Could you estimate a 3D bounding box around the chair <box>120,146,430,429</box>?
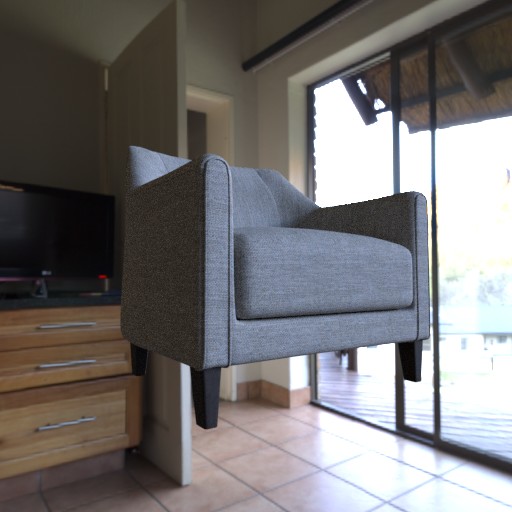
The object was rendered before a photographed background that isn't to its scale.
[{"bbox_3d":[0.000,0.000,1.422,0.796,0.761,0.758,2,-3,-35],"label":"chair"}]
